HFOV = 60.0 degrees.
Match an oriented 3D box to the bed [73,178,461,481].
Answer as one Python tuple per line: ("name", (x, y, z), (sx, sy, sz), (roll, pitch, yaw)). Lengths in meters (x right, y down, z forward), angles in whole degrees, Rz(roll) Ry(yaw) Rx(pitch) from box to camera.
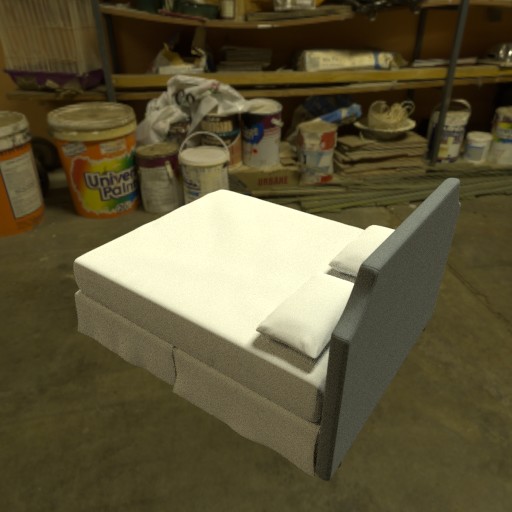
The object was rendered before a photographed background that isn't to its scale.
("bed", (0.000, 0.000, 3.251), (2.259, 1.296, 1.811), (20, 36, 31))
